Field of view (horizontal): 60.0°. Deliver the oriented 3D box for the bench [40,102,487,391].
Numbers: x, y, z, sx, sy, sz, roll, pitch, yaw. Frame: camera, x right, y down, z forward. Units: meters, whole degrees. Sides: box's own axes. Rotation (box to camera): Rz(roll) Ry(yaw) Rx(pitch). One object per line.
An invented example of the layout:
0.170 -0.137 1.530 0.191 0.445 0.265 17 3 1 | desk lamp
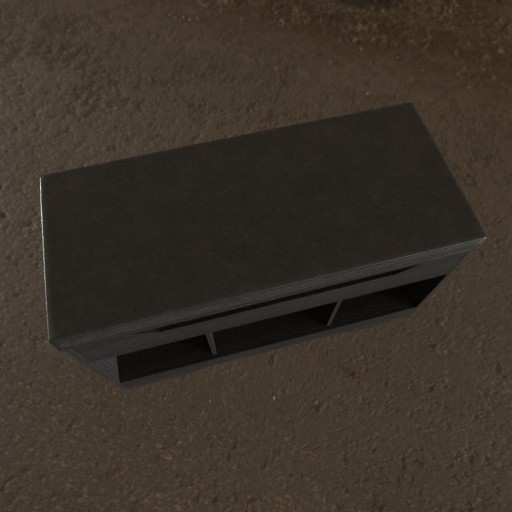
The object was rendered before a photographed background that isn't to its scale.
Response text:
0.000 0.000 1.179 0.905 0.501 0.401 -13 64 -6 | bench
